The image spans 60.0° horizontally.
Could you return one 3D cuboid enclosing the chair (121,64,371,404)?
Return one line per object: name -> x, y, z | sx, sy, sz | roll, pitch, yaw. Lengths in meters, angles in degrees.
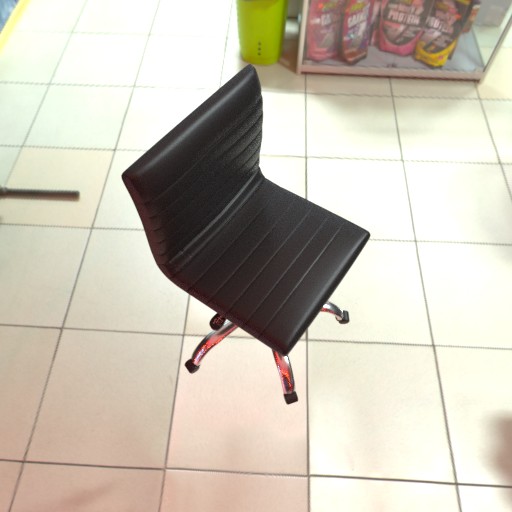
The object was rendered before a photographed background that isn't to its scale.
chair -> 0.000, 0.000, 1.145 | 0.530, 0.780, 0.556 | 32, 64, 18
